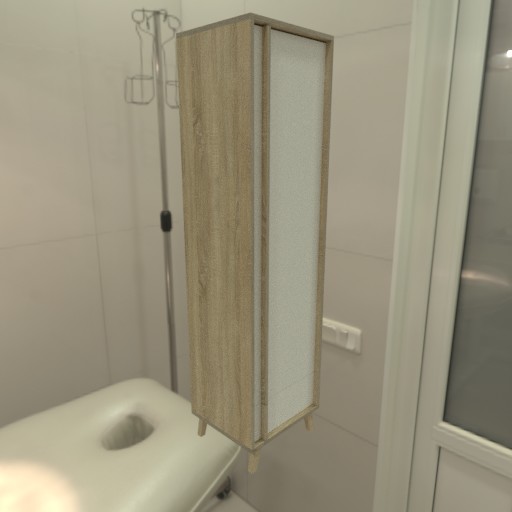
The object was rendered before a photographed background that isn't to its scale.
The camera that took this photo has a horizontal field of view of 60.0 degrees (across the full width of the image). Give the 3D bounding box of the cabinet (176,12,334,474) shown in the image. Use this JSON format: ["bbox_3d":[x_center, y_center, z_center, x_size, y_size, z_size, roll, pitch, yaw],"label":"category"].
[{"bbox_3d":[0.000,0.000,2.146,0.450,1.960,0.510,14,20,43],"label":"cabinet"}]
